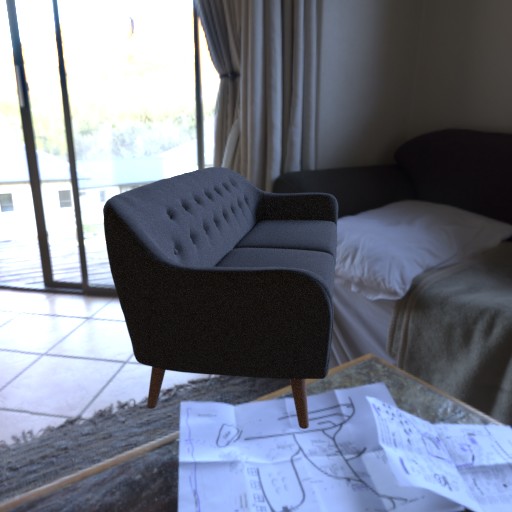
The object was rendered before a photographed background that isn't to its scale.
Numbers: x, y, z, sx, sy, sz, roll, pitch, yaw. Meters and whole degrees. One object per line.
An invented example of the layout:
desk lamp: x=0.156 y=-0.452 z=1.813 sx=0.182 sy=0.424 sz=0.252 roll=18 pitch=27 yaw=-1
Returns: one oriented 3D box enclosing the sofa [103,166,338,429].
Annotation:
sofa: x=0.000 y=0.000 z=2.273 sx=0.820 sy=0.820 sz=1.840 roll=3 pitch=16 yaw=11
